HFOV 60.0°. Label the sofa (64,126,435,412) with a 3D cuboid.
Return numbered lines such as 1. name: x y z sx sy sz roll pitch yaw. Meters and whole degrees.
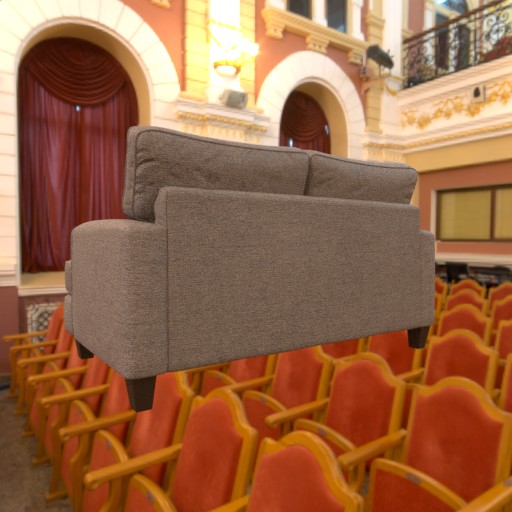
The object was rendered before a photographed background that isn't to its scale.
1. sofa: 0.000 0.000 2.216 1.651 0.965 0.965 -1 2 -35
